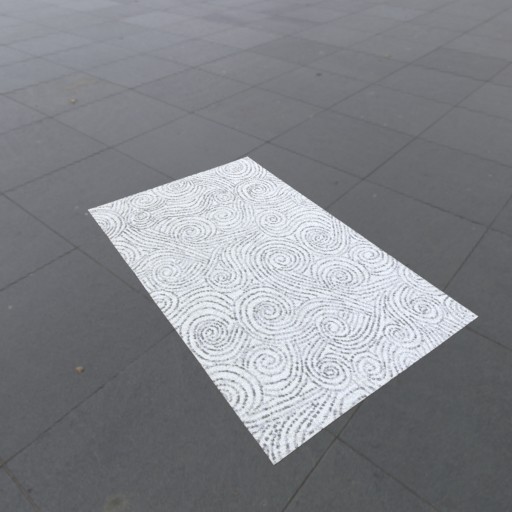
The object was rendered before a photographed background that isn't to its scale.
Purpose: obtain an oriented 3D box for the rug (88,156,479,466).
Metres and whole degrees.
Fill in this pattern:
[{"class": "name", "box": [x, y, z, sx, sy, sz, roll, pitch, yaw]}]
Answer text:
[{"class": "rug", "box": [0.000, 0.000, 3.057, 1.524, 0.005, 2.439, -25, 46, -26]}]
